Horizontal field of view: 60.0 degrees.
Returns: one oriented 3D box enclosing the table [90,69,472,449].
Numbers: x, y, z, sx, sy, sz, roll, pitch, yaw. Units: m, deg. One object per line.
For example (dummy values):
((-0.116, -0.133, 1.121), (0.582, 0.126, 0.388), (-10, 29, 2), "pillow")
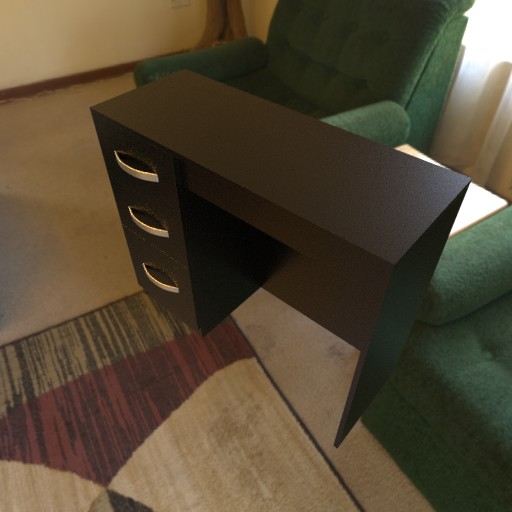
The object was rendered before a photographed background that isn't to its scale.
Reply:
((0.000, 0.000, 1.366), (0.930, 0.790, 0.380), (31, 52, 28), "table")
